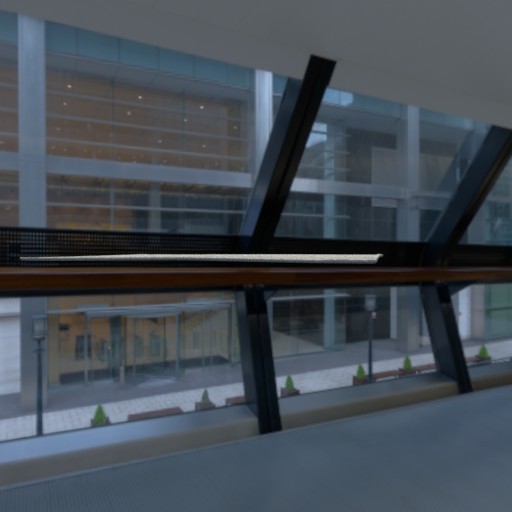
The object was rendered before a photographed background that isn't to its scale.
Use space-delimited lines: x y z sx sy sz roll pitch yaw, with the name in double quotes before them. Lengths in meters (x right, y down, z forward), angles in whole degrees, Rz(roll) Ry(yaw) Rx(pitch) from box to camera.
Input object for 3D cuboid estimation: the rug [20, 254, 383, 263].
"rug" 0.000 0.000 2.963 1.616 0.030 2.338 0 1 17
